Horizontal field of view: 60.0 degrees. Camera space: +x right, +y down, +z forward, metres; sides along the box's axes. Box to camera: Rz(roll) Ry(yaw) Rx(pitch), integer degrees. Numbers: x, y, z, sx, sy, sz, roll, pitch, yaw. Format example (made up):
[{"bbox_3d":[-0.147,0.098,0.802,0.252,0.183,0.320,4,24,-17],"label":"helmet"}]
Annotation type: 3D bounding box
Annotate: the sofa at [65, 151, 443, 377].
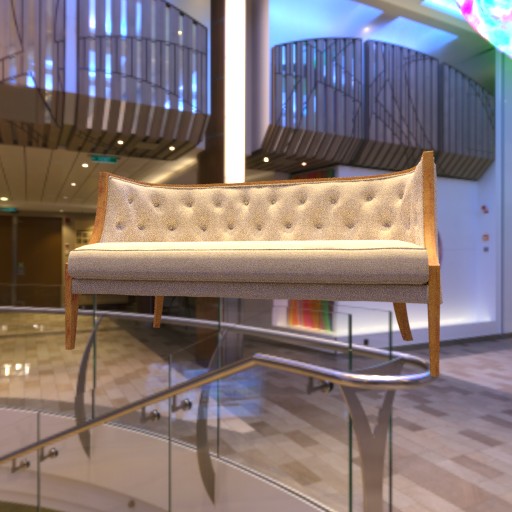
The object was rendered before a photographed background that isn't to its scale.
[{"bbox_3d":[0.000,0.000,1.961,1.474,0.775,0.770,0,0,17],"label":"sofa"}]
